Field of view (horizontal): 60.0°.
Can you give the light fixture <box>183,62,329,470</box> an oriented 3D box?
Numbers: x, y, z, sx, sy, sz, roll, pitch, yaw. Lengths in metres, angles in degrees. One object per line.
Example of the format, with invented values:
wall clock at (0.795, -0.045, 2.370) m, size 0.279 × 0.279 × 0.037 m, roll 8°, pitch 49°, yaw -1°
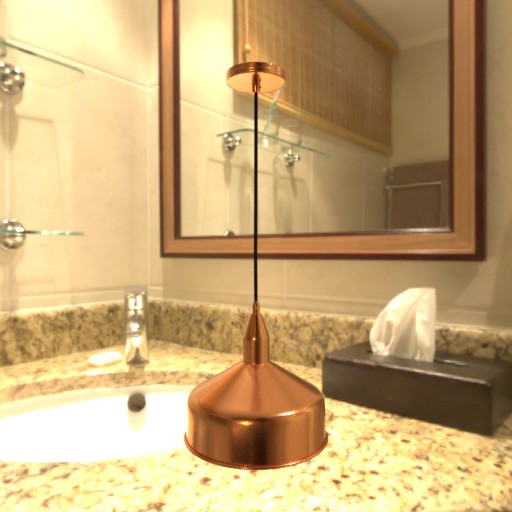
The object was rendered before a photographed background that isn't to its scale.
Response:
light fixture at (0.000, 0.000, 0.925) m, size 0.301 × 0.754 × 0.301 m, roll 0°, pitch 1°, yaw 0°
